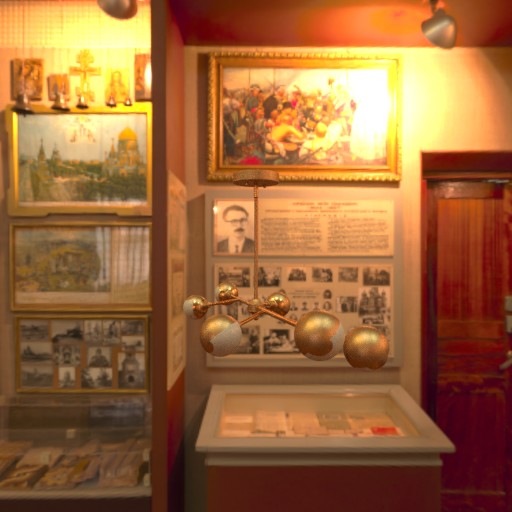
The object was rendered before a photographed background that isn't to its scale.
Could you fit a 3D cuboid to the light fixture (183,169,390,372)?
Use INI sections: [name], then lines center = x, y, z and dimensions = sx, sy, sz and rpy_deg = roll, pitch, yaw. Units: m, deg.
[light fixture]
center = 0.000, 0.000, 0.979
dimensions = 0.434, 0.362, 0.778
rpy_deg = 0, 0, 2
